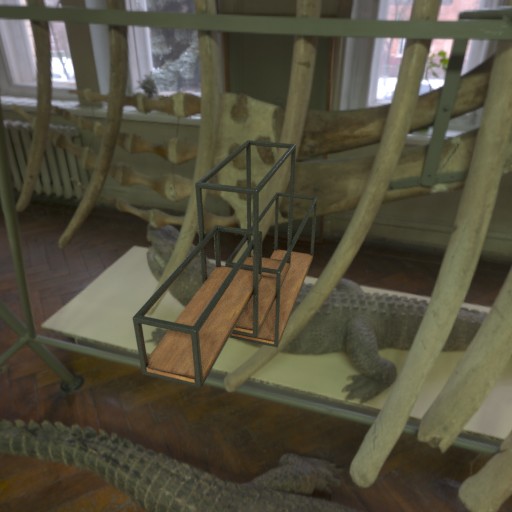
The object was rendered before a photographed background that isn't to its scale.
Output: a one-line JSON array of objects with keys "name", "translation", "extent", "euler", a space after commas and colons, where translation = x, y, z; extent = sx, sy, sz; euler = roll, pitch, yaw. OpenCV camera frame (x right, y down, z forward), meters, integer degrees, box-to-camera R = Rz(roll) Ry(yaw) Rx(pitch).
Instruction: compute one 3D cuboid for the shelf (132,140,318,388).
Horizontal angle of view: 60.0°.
[{"name": "shelf", "translation": [0.000, 0.000, 2.130], "extent": [0.275, 0.972, 1.781], "euler": [9, 31, 15]}]
